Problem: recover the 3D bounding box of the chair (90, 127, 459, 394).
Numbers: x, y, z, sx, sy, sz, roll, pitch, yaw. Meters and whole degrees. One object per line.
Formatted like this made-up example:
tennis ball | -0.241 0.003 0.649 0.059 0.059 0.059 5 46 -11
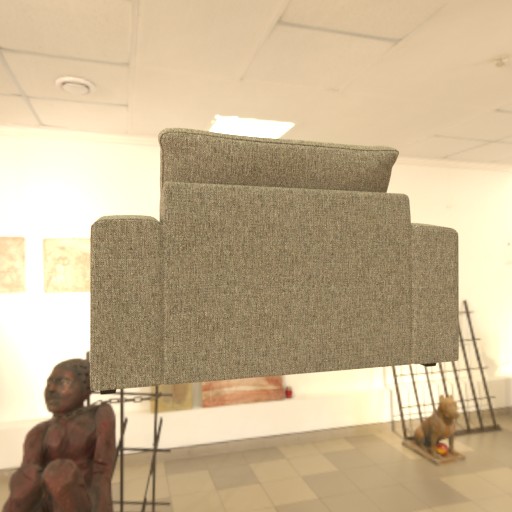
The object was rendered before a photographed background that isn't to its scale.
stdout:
chair | 0.000 0.000 2.074 1.398 0.915 1.039 0 0 -17
